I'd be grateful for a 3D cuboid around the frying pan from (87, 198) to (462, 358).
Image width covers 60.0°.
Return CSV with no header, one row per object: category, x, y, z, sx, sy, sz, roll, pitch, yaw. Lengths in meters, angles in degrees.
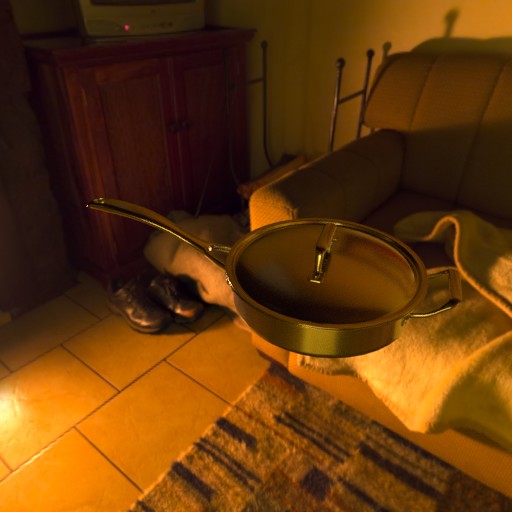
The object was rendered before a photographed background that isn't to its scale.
frying pan,0.000,0.000,0.656,0.561,0.114,0.280,10,33,16
